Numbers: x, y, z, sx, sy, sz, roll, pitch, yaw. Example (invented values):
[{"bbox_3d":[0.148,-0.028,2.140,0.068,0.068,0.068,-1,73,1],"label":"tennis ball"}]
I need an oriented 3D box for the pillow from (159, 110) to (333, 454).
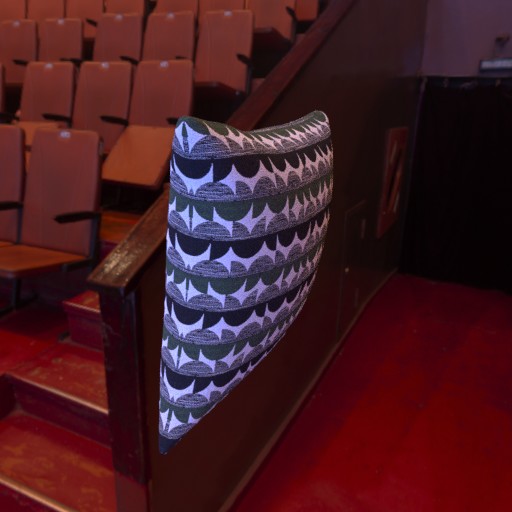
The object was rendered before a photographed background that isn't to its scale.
[{"bbox_3d":[0.000,0.000,0.653,0.180,0.404,0.419,9,21,24],"label":"pillow"}]
